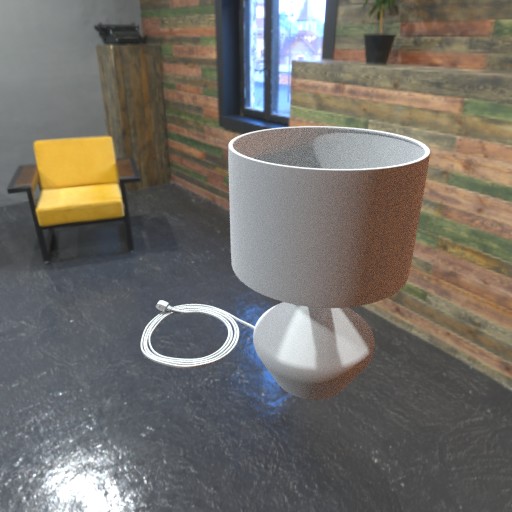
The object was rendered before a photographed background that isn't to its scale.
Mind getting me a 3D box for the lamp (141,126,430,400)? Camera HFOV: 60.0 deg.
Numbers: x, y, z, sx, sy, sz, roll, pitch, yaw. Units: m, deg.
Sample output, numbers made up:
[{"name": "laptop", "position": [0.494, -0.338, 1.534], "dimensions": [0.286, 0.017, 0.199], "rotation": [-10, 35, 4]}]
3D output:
[{"name": "lamp", "position": [0.000, 0.000, 0.851], "dimensions": [0.401, 0.457, 0.546], "rotation": [-18, 31, -32]}]
